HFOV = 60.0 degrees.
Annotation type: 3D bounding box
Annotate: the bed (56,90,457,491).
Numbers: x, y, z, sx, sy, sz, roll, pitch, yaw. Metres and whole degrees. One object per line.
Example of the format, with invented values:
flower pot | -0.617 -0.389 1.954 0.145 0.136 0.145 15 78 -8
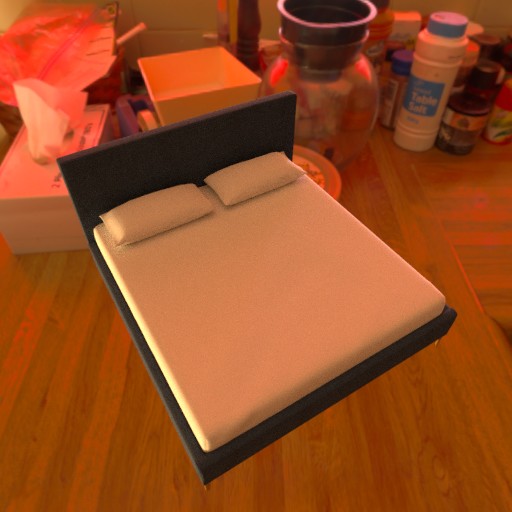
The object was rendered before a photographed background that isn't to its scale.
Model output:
bed | 0.000 0.000 3.366 2.096 1.231 2.232 -24 51 -21
